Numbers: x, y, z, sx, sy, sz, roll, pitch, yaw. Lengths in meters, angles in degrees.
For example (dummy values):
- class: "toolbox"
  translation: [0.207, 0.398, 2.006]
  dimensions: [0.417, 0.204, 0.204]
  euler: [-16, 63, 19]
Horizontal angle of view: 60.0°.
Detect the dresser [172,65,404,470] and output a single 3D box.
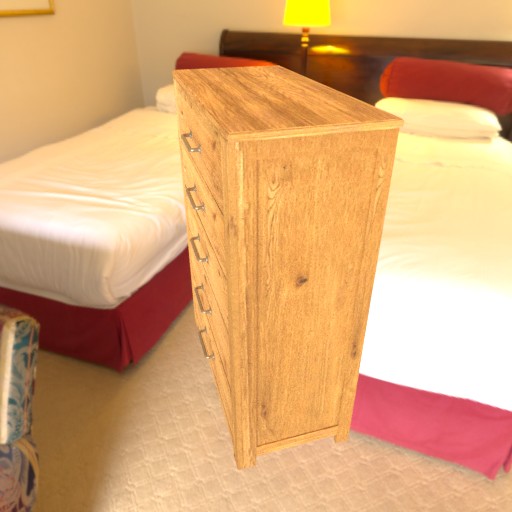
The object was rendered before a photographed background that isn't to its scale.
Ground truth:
- class: "dresser"
  translation: [0.000, 0.000, 1.997]
  dimensions: [0.558, 1.431, 1.081]
  euler: [-9, 32, -14]
